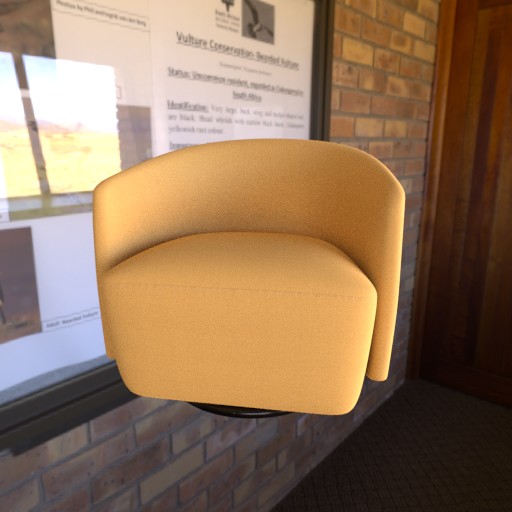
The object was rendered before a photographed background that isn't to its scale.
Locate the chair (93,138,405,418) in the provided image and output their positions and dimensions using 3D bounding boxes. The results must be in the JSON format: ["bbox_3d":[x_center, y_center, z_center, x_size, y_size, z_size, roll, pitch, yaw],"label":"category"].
[{"bbox_3d":[0.000,0.000,1.346,0.773,0.698,0.767,2,14,9],"label":"chair"}]
